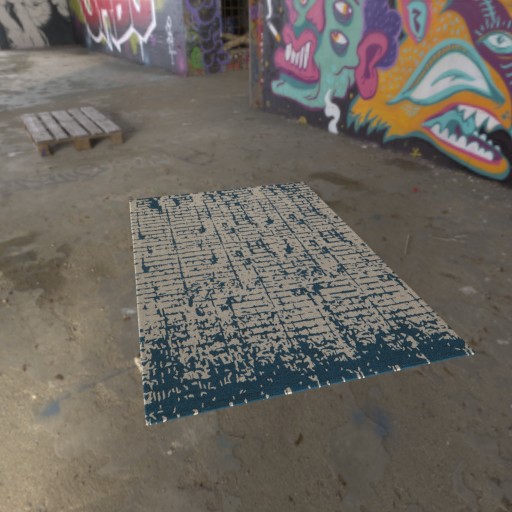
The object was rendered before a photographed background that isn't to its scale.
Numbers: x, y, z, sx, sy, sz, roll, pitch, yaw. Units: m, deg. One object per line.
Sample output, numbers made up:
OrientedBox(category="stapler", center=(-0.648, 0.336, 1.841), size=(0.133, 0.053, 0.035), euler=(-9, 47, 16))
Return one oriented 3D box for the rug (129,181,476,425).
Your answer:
OrientedBox(category="rug", center=(0.000, 0.000, 2.291), size=(1.220, 0.007, 1.828), euler=(-8, 32, -13))
